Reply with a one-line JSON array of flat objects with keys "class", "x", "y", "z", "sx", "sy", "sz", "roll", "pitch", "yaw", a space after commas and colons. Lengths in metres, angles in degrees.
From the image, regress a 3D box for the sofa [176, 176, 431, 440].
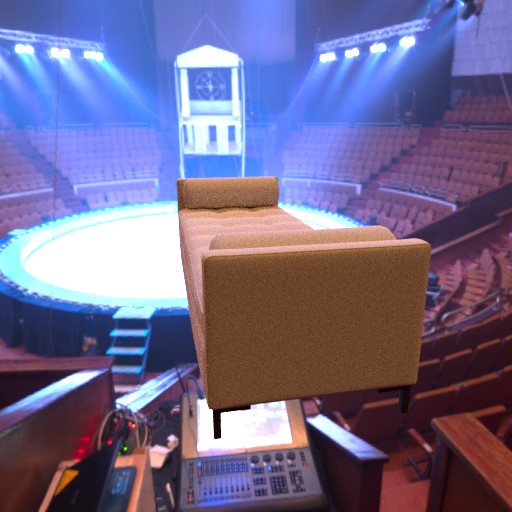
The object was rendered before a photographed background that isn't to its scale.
[{"class": "sofa", "x": 0.000, "y": 0.000, "z": 2.326, "sx": 0.746, "sy": 0.641, "sz": 1.985, "roll": -3, "pitch": 17, "yaw": -11}]
